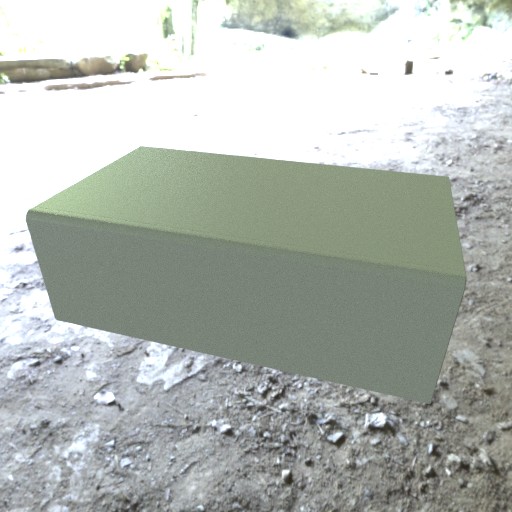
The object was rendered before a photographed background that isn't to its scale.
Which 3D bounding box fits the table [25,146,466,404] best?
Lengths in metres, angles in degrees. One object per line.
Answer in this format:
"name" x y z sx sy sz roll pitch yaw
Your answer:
"table" 0.000 0.000 1.413 1.097 0.442 0.639 9 32 15
